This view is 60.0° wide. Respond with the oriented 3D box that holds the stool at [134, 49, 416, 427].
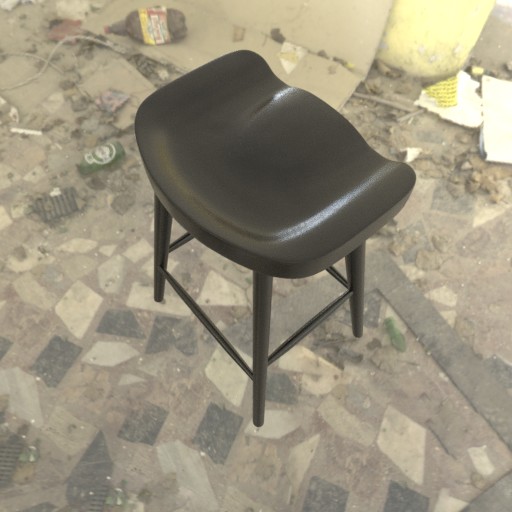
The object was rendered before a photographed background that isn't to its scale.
[{"bbox_3d":[0.000,0.000,0.904,0.361,0.615,0.440,-36,66,-19],"label":"stool"}]
